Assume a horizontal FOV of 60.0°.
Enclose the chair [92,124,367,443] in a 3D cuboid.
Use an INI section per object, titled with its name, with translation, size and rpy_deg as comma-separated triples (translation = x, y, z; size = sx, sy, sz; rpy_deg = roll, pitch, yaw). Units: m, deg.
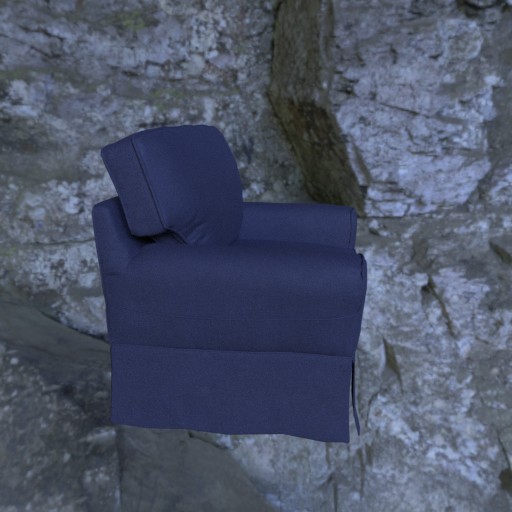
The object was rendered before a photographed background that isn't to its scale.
[chair]
translation = 0.000, 0.000, 2.008
size = 1.002, 1.140, 1.119
rpy_deg = 3, 17, 9
